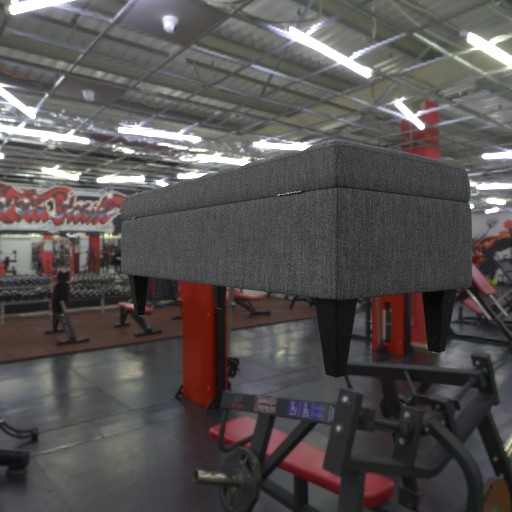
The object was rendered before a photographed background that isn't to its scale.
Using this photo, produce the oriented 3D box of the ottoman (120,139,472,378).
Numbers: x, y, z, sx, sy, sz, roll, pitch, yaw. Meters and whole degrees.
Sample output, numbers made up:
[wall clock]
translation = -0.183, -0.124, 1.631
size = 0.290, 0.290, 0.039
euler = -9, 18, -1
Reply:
[ottoman]
translation = 0.000, 0.000, 1.399
size = 0.482, 0.469, 1.151
euler = -1, 1, -36
